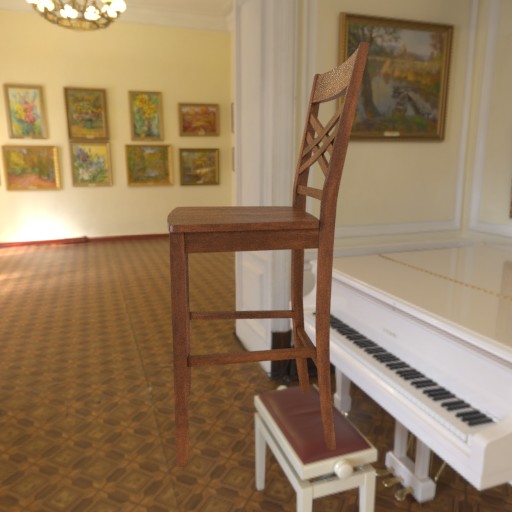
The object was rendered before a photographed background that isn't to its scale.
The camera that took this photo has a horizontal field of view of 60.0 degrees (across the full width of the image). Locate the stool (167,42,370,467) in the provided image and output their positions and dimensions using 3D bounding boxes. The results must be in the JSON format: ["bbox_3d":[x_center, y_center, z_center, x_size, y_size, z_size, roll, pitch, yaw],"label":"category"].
[{"bbox_3d":[0.000,0.000,1.321,0.504,1.098,0.426,-2,12,-7],"label":"stool"}]
